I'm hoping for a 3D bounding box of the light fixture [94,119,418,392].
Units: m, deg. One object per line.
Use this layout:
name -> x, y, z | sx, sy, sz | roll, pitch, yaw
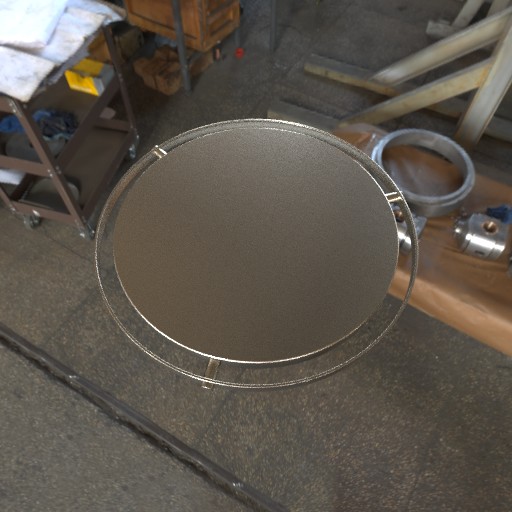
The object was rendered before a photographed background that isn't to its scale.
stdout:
light fixture -> 0.000, 0.000, 0.552 | 0.361, 0.130, 0.361 | 0, 58, 0
